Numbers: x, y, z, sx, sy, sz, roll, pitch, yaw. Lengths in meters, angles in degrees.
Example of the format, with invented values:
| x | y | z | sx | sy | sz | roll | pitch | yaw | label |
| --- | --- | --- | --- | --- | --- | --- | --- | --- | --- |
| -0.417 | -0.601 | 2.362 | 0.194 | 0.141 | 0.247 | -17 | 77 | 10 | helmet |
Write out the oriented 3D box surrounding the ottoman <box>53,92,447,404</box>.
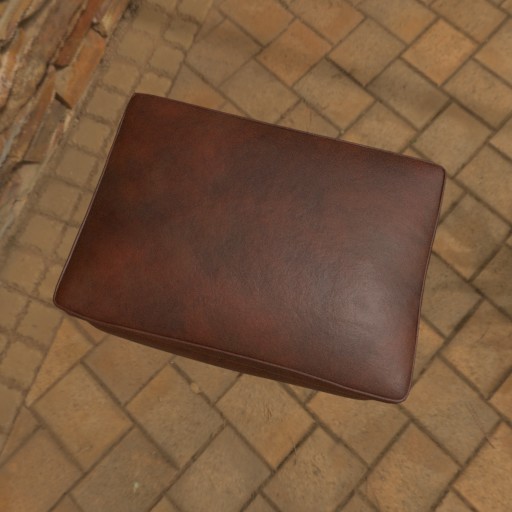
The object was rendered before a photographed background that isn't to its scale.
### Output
| x | y | z | sx | sy | sz | roll | pitch | yaw | label |
| --- | --- | --- | --- | --- | --- | --- | --- | --- | --- |
| 0.000 | 0.000 | 0.981 | 0.665 | 0.432 | 0.501 | 15 | 76 | 4 | ottoman |
